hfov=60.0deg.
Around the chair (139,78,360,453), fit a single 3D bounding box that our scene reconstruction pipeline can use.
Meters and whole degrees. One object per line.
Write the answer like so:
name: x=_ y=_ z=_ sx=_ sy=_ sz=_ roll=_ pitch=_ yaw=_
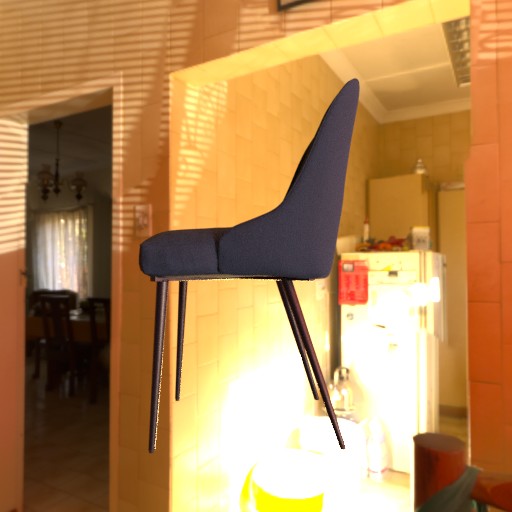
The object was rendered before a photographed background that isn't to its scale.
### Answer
chair: x=0.000 y=0.000 z=1.213 sx=0.559 sy=0.896 sz=0.478 roll=0 pitch=-1 yaw=-1
